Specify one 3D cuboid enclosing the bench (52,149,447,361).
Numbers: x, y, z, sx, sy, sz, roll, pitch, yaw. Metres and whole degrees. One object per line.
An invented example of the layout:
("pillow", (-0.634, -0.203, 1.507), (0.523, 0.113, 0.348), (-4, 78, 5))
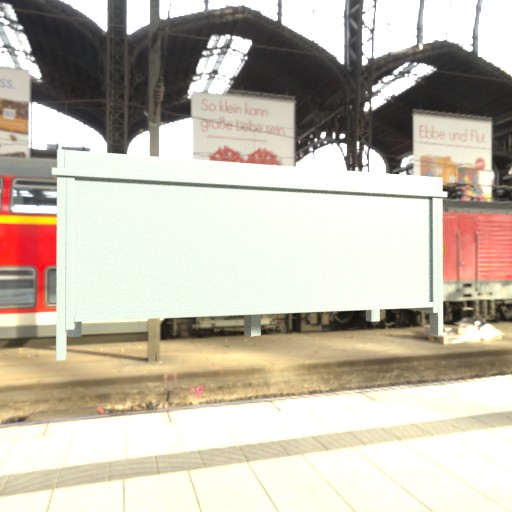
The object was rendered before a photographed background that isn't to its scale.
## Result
("bench", (0.000, 0.000, 1.403), (1.140, 0.501, 0.398), (0, -1, -19))
